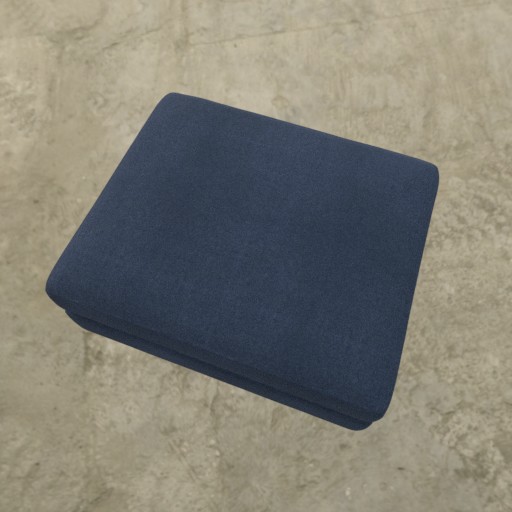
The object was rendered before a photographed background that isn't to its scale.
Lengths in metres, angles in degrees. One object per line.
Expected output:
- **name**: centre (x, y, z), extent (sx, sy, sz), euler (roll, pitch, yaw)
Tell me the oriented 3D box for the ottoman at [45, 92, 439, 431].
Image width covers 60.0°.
- **ottoman**: centre (0.000, 0.000, 1.253), extent (0.821, 0.474, 0.693), euler (18, 64, 9)
